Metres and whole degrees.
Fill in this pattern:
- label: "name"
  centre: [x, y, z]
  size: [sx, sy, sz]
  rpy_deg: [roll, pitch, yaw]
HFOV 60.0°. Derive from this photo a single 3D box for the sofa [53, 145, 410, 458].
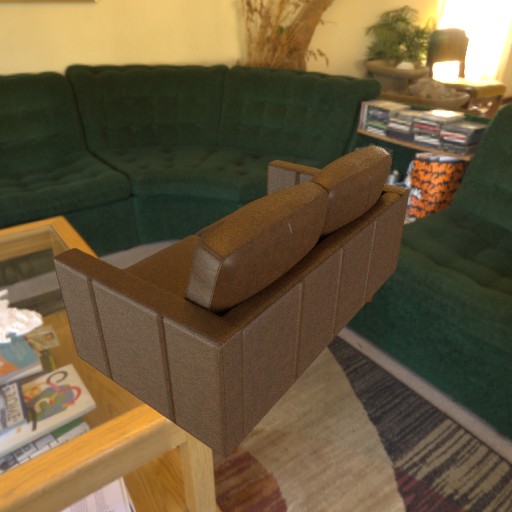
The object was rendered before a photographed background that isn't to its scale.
- label: "sofa"
  centre: [0.000, 0.000, 2.175]
  size: [0.909, 0.951, 1.578]
  rpy_deg: [20, 35, 31]
